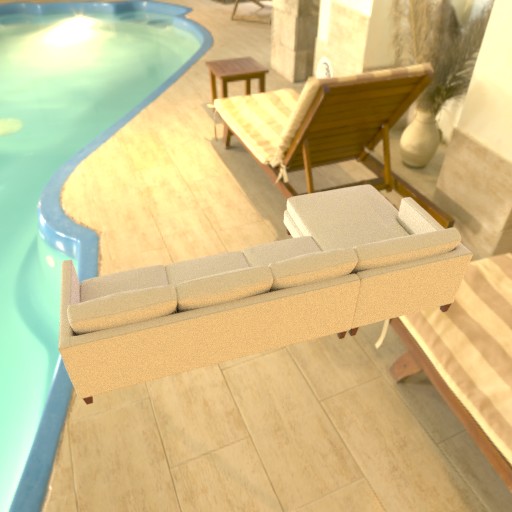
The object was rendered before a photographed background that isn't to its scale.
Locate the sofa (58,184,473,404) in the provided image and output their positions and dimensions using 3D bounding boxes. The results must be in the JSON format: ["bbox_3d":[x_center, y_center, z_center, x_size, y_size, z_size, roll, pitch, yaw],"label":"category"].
[{"bbox_3d":[0.000,0.000,3.946,3.186,0.846,1.625,-11,41,-13],"label":"sofa"}]
